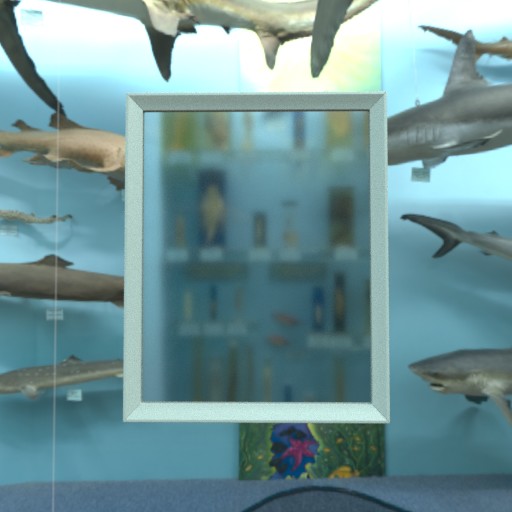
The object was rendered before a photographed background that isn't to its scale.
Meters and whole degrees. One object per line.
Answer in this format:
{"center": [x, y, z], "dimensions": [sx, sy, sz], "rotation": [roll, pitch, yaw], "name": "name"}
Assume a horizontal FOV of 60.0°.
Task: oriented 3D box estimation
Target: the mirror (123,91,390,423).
{"center": [0.000, 0.000, 0.701], "dimensions": [0.406, 0.509, 0.041], "rotation": [0, -2, 1], "name": "mirror"}
